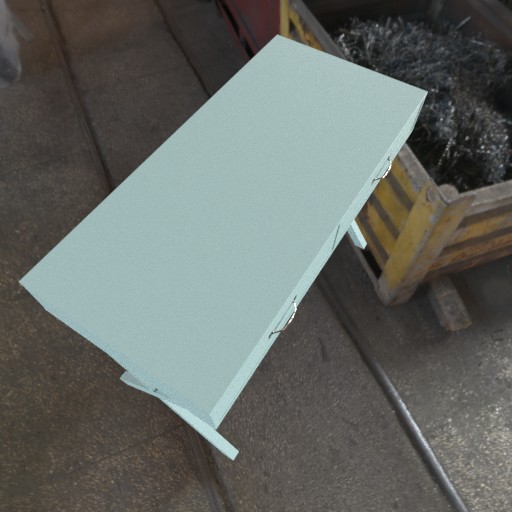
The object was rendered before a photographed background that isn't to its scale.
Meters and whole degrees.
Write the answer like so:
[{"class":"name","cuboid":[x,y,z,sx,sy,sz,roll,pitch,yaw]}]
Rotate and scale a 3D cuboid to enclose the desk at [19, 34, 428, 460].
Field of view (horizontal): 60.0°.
[{"class":"desk","cuboid":[0.000,0.000,1.437,0.525,0.780,1.057,29,63,16]}]
